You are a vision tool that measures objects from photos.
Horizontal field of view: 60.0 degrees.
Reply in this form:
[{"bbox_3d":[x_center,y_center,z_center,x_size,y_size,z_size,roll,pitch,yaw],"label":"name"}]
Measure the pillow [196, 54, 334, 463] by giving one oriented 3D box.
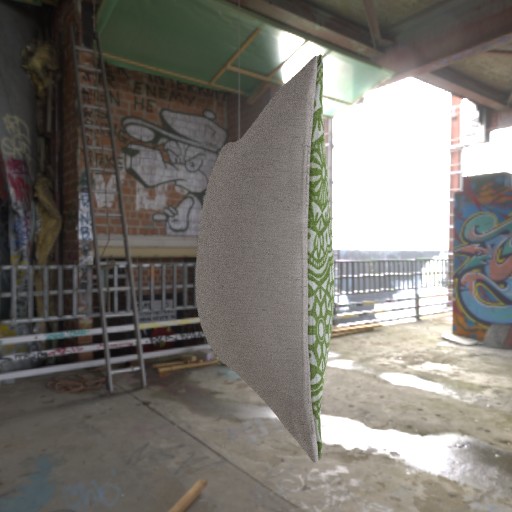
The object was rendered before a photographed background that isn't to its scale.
[{"bbox_3d":[0.000,0.000,0.658,0.162,0.419,0.440,0,1,-17],"label":"pillow"}]
